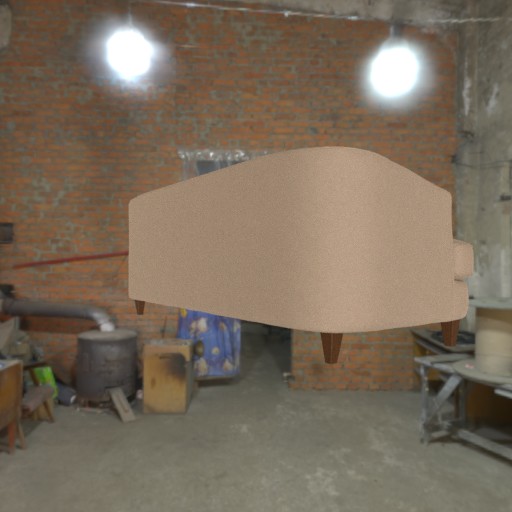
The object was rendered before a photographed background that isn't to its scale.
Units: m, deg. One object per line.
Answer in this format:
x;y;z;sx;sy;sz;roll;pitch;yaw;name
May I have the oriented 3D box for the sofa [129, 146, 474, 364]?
0.000;0.000;2.716;0.941;0.855;2.278;1;-1;-36;sofa
